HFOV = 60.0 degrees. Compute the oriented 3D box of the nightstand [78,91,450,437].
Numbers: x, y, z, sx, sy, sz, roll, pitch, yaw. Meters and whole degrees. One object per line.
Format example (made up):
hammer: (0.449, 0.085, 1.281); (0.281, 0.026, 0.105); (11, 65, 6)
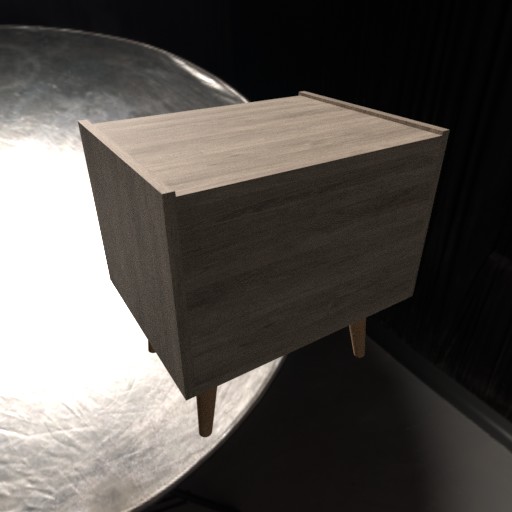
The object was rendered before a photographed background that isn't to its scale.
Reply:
nightstand: (0.000, 0.000, 0.852); (0.480, 0.500, 0.380); (-18, 35, -27)
